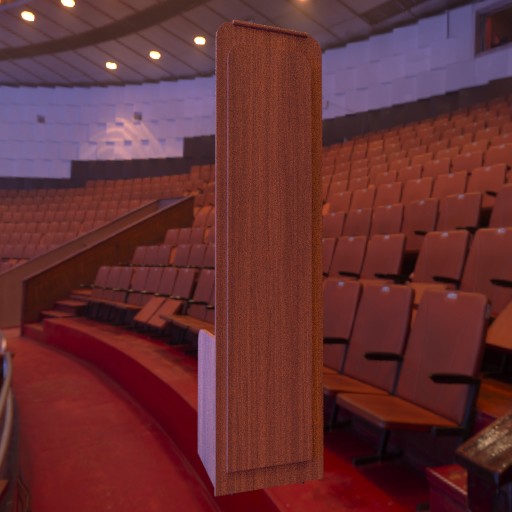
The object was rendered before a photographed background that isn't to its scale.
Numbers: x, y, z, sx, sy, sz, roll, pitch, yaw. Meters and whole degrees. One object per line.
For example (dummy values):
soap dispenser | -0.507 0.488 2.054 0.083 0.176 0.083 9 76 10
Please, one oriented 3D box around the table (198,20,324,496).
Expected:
table | 0.000 0.000 1.941 0.450 1.830 0.420 0 -2 -18
